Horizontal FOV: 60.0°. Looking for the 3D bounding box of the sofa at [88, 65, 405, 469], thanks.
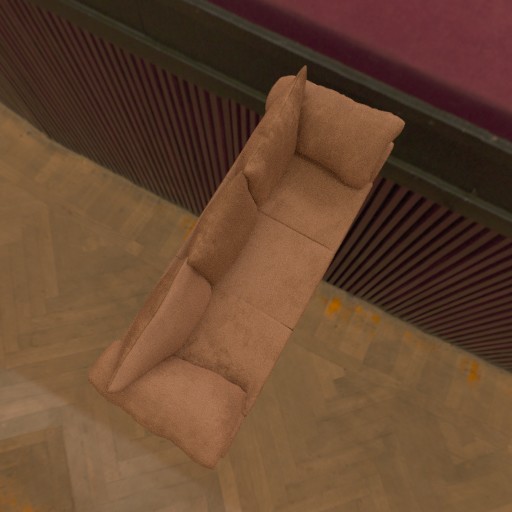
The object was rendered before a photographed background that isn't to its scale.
[{"bbox_3d":[0.000,0.000,2.877,0.893,0.981,2.377,29,77,7],"label":"sofa"}]
